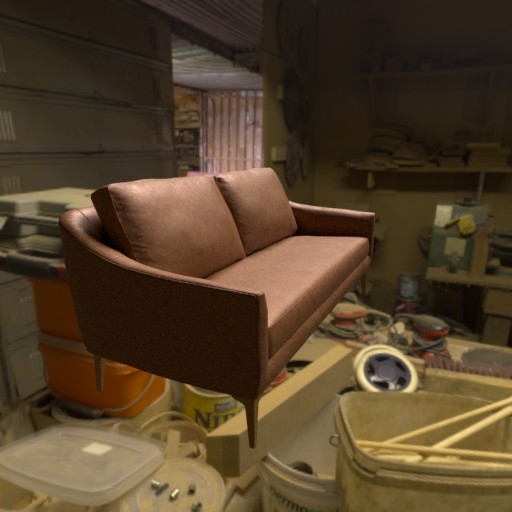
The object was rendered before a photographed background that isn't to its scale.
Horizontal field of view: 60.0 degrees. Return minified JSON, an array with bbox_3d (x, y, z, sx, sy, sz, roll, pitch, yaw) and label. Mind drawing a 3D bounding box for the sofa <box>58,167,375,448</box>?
[{"bbox_3d":[0.000,0.000,2.573,0.981,0.945,2.036,7,16,25],"label":"sofa"}]
